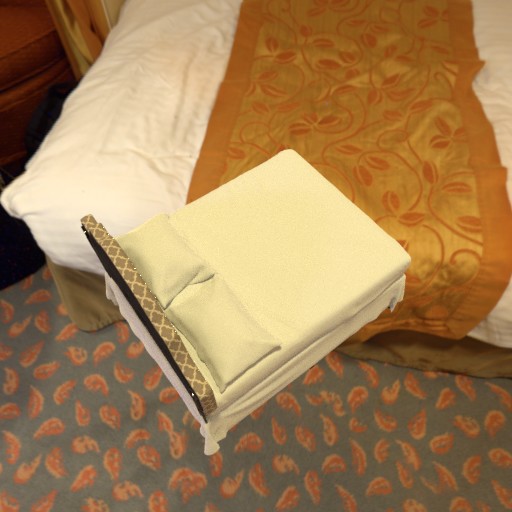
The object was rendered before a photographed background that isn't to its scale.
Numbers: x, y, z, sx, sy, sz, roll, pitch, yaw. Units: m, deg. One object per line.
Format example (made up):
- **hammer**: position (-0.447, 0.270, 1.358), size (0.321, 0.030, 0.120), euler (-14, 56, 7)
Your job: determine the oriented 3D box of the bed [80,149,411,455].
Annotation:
- **bed**: position (0.000, 0.000, 3.490), size (2.222, 1.633, 1.780), euler (-32, 63, -19)
